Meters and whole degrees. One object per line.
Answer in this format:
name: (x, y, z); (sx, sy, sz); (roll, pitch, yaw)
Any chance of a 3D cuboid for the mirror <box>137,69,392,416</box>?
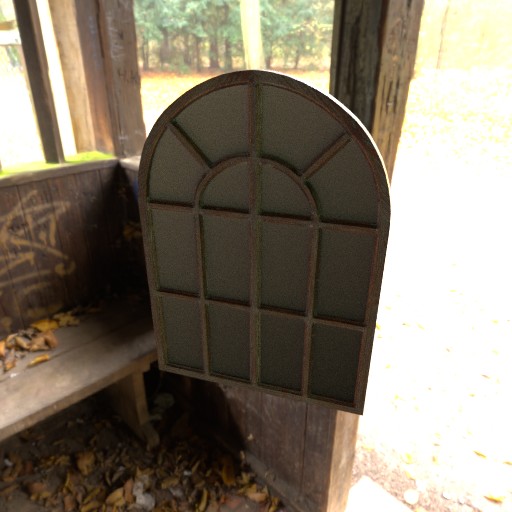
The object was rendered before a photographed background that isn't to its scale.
mirror: (0.000, 0.000, 1.183); (0.660, 0.920, 0.032); (8, 27, 16)
